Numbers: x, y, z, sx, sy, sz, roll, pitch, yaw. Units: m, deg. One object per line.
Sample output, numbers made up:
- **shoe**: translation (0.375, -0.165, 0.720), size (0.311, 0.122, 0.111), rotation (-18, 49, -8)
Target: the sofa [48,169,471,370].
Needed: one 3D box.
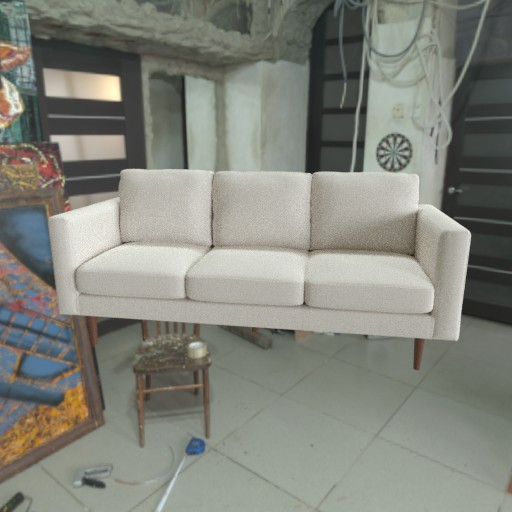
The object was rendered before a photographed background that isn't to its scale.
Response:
- **sofa**: translation (0.000, 0.000, 2.488), size (2.029, 0.912, 0.802), rotation (2, 15, 9)
